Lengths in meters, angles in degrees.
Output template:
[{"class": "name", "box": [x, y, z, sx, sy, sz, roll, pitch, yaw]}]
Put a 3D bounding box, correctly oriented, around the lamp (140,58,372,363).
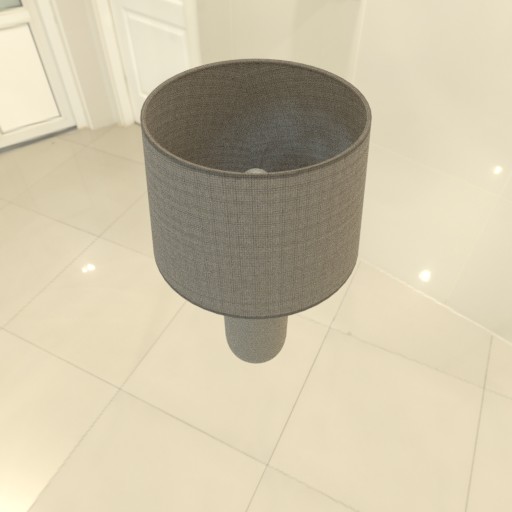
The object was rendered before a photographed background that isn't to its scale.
[{"class": "lamp", "box": [0.000, 0.000, 0.841, 0.367, 0.609, 0.367, 0, 47, 0]}]
